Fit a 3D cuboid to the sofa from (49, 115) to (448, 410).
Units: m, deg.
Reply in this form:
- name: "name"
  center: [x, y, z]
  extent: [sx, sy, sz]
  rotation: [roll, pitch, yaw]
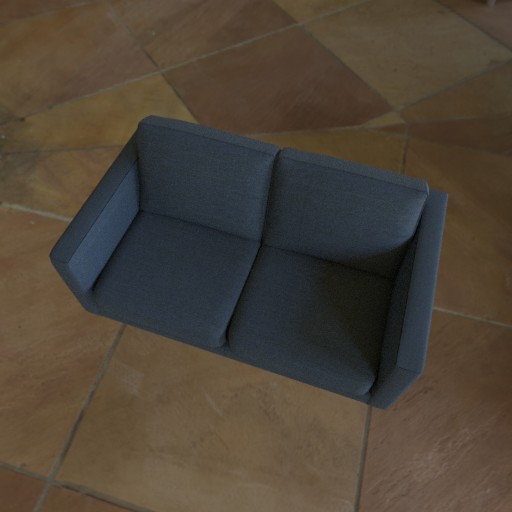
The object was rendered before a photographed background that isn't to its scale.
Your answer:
- name: "sofa"
  center: [0.000, 0.000, 2.275]
  extent: [1.659, 0.907, 0.999]
  rotation: [16, 59, 10]
